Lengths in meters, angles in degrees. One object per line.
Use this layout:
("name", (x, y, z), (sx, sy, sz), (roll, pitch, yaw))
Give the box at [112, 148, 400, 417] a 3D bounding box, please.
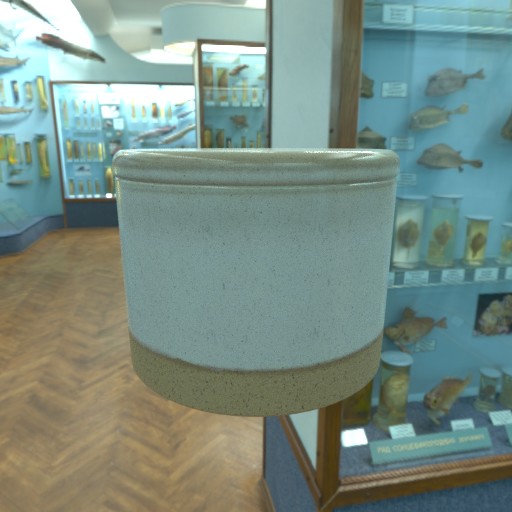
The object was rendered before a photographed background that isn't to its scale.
("box", (0.000, 0.000, 0.262), (0.154, 0.123, 0.154), (0, 14, 0))
